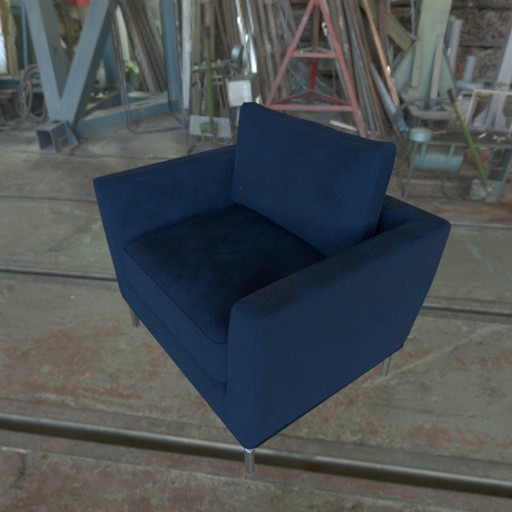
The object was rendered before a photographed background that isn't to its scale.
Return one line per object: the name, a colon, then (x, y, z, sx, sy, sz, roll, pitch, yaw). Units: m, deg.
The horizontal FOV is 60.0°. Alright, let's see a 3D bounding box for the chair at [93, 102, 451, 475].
chair: (0.000, 0.000, 1.559, 0.746, 0.893, 0.977, -22, 39, -30)
